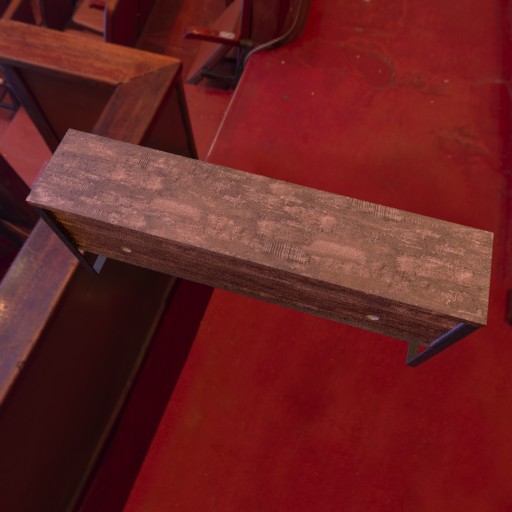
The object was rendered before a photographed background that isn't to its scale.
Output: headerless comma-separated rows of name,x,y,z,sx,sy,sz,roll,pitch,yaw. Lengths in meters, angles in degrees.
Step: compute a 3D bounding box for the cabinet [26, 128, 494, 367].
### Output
cabinet,0.000,0.000,2.085,1.800,0.762,0.395,15,66,7
